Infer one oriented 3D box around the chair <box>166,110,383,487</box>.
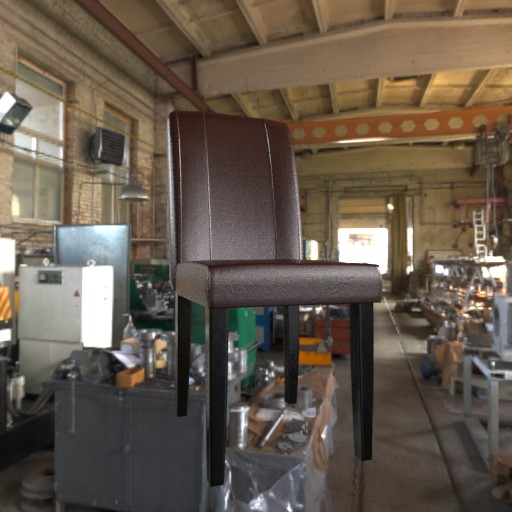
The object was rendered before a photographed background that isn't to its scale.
[{"bbox_3d":[0.000,0.000,1.159,0.399,0.897,0.556,0,-1,-19],"label":"chair"}]
